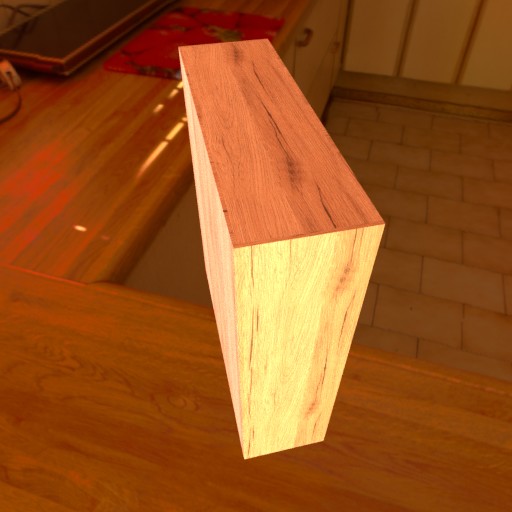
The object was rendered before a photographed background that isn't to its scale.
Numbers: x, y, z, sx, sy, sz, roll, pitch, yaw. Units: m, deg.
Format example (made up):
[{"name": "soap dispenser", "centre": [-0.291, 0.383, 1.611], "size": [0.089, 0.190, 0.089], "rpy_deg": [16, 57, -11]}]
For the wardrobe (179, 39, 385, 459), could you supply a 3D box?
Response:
[{"name": "wardrobe", "centre": [0.000, 0.000, 2.950], "size": [0.580, 2.070, 1.810], "rpy_deg": [-9, 47, -9]}]
